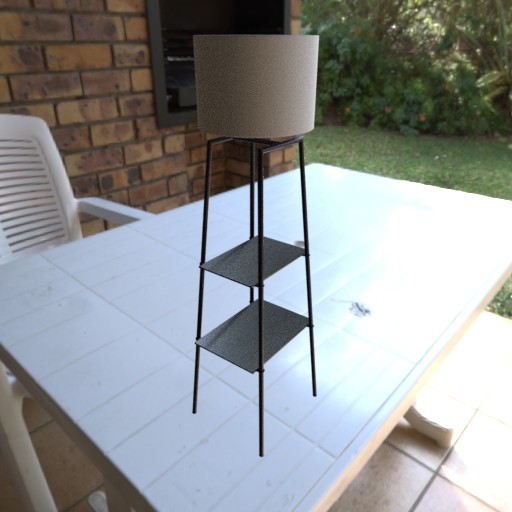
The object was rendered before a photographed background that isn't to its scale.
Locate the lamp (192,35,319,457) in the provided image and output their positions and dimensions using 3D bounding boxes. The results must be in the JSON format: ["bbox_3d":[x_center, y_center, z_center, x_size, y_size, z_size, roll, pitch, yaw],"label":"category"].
[{"bbox_3d":[0.000,0.000,1.655,0.384,1.474,0.427,19,32,33],"label":"lamp"}]
